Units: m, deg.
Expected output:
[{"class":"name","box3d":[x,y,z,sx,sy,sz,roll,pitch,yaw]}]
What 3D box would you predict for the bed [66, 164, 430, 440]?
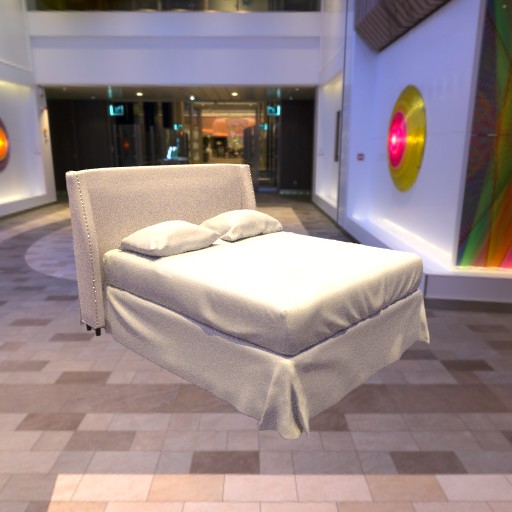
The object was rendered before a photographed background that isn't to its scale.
[{"class":"bed","box3d":[0.000,0.000,3.484,2.276,1.332,1.925,13,19,42]}]
